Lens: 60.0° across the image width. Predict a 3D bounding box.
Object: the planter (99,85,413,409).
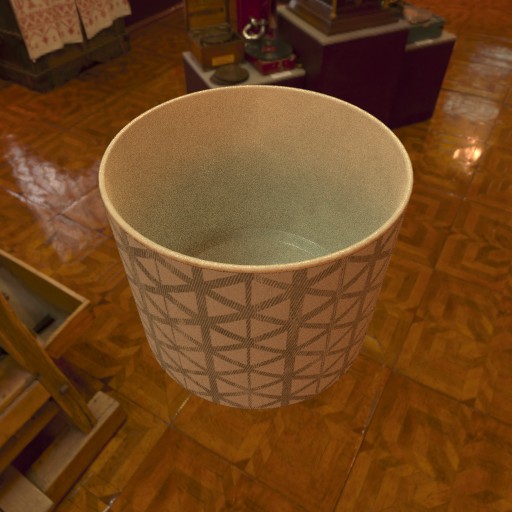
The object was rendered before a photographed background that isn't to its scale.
[{"bbox_3d":[0.000,0.000,0.340,0.190,0.181,0.190,0,47,0],"label":"planter"}]
